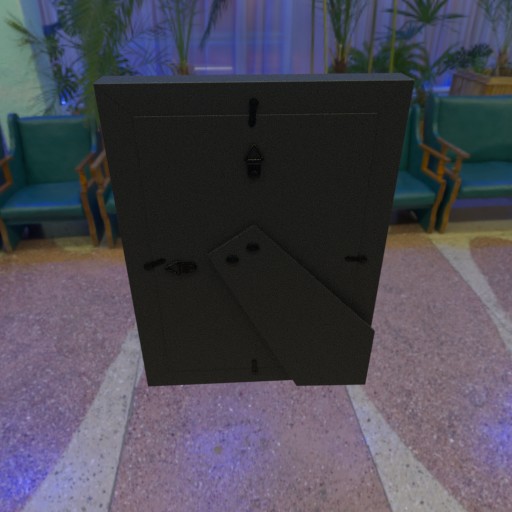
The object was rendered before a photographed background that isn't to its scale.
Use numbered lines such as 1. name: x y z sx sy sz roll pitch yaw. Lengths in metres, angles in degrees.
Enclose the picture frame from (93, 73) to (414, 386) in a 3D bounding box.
1. picture frame: 0.000 0.000 0.276 0.157 0.208 0.028 -2 31 -3
